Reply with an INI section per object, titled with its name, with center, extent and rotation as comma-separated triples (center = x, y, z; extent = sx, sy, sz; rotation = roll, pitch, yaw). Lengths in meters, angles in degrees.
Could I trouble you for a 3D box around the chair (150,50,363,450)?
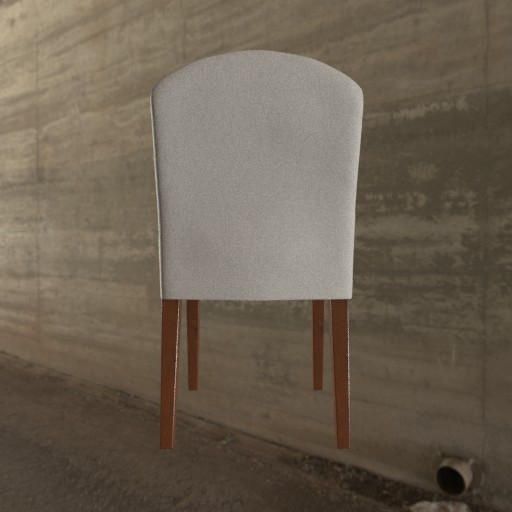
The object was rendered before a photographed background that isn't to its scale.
[chair]
center = 0.000, 0.000, 1.222
extent = 0.472, 0.893, 0.540
rotation = 0, 1, 0
